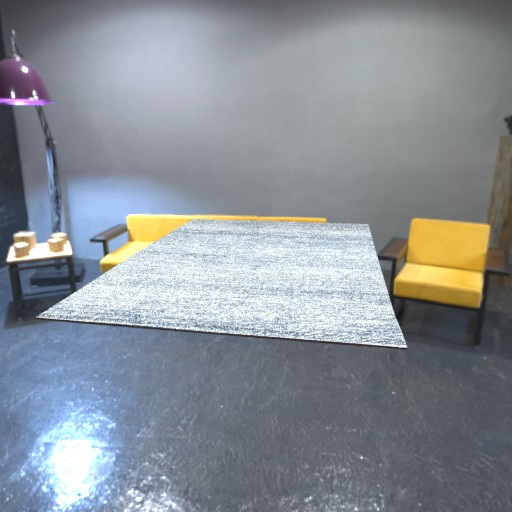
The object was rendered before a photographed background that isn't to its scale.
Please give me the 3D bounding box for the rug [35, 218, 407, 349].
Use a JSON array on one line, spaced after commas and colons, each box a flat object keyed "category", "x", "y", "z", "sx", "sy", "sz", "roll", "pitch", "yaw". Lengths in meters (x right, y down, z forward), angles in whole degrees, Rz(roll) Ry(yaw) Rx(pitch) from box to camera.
[{"category": "rug", "x": 0.000, "y": 0.000, "z": 2.972, "sx": 1.624, "sy": 0.030, "sz": 2.349, "roll": 3, "pitch": 16, "yaw": 10}]
